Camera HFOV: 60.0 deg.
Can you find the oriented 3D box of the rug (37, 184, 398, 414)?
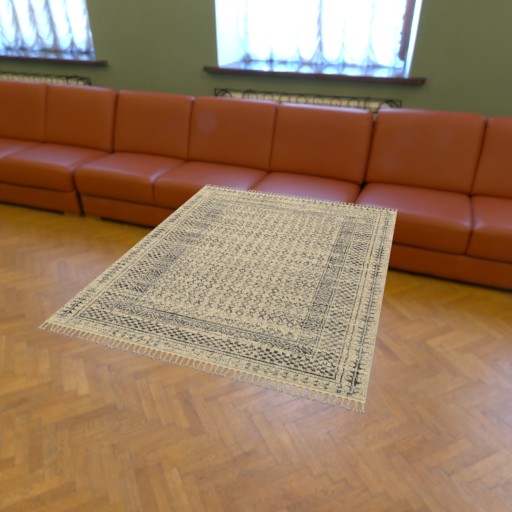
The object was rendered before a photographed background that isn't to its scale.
[{"bbox_3d":[0.000,0.000,4.013,2.312,0.013,2.940,10,32,16],"label":"rug"}]
